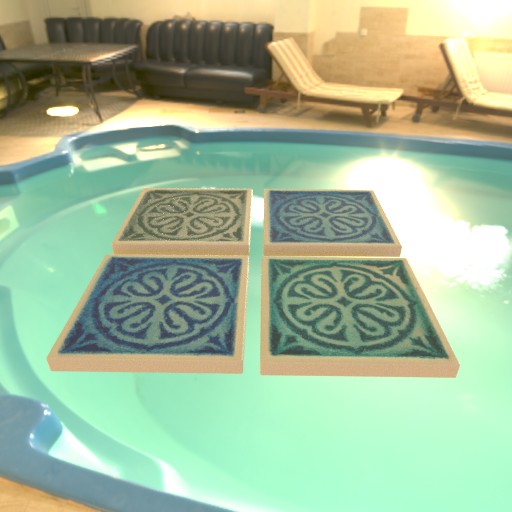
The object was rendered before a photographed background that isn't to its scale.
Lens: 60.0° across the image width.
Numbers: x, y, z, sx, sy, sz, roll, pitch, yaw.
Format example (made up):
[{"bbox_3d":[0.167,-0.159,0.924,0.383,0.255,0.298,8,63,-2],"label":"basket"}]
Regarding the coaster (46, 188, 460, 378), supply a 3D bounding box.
[{"bbox_3d":[0.000,0.000,0.322,0.214,0.010,0.219,1,32,1],"label":"coaster"}]
